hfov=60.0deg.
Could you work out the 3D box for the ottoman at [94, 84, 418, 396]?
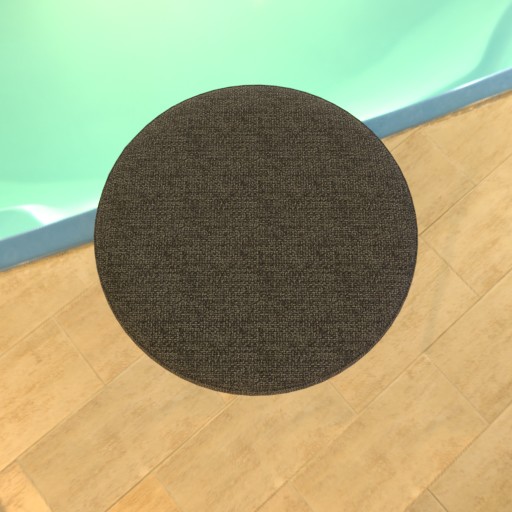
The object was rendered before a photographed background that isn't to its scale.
[{"bbox_3d":[0.000,0.000,0.883,0.520,0.430,0.520,0,75,0],"label":"ottoman"}]
